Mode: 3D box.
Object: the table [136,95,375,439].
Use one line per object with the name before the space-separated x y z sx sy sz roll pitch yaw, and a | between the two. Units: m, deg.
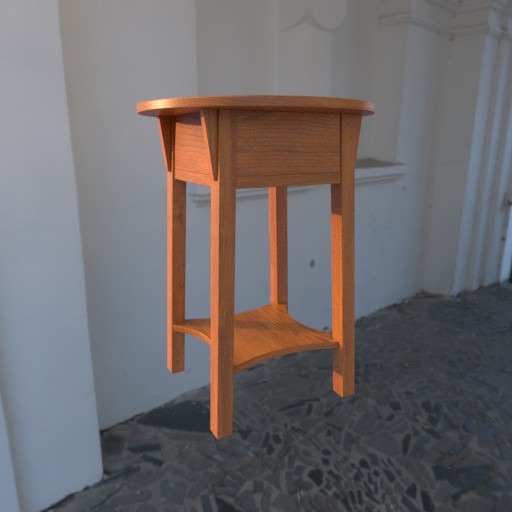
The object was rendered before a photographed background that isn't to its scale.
table | 0.000 0.000 0.952 0.457 0.610 0.457 0 15 0
